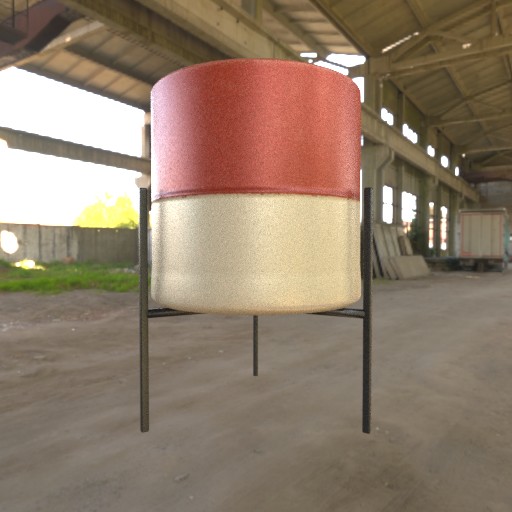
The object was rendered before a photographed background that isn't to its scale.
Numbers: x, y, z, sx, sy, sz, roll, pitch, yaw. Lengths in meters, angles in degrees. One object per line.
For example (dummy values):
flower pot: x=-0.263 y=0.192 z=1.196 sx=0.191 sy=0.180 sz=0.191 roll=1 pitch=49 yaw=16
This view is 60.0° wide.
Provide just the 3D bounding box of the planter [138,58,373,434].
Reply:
planter: x=0.000 y=0.000 z=0.515 sx=0.235 sy=0.354 sz=0.251 roll=0 pitch=2 yaw=0
